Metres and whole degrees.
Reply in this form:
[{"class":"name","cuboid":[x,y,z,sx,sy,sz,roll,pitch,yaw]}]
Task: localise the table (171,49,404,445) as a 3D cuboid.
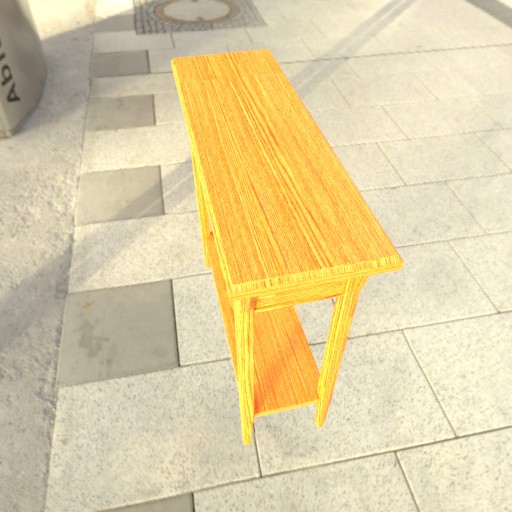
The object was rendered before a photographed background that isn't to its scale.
[{"class":"table","cuboid":[0.000,0.000,1.121,0.254,0.711,0.762,-10,47,-9]}]
